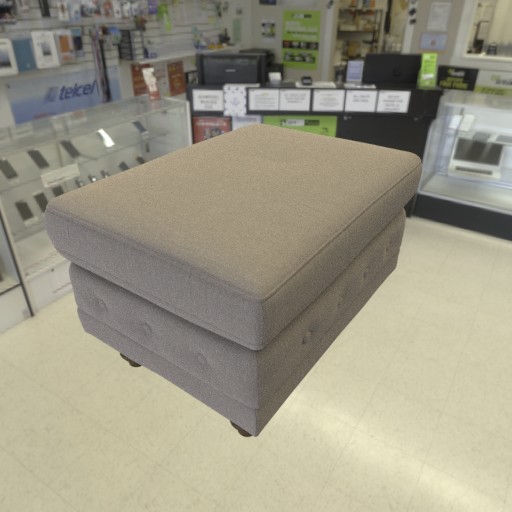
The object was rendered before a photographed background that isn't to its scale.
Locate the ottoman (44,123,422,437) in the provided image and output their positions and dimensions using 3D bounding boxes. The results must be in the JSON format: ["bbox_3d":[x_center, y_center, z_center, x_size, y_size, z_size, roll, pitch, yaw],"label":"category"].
[{"bbox_3d":[0.000,0.000,1.136,0.569,0.500,0.771,20,37,30],"label":"ottoman"}]
